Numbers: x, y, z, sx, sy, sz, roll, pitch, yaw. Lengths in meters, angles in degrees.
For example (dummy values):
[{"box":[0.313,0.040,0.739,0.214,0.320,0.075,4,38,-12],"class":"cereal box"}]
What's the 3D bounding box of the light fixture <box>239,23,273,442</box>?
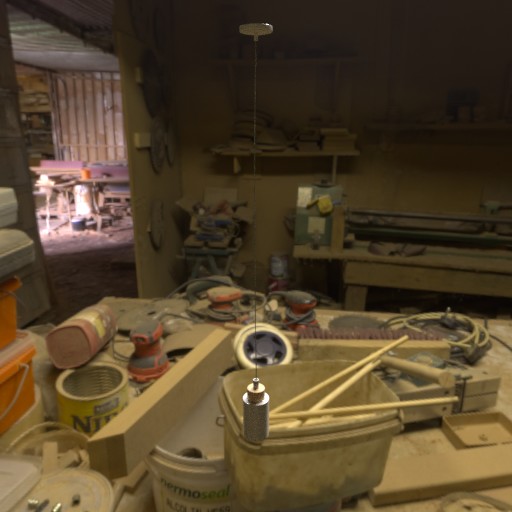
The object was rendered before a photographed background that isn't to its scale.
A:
[{"box":[0.000,0.000,1.919,0.125,1.798,0.125,2,16,8],"class":"light fixture"}]
